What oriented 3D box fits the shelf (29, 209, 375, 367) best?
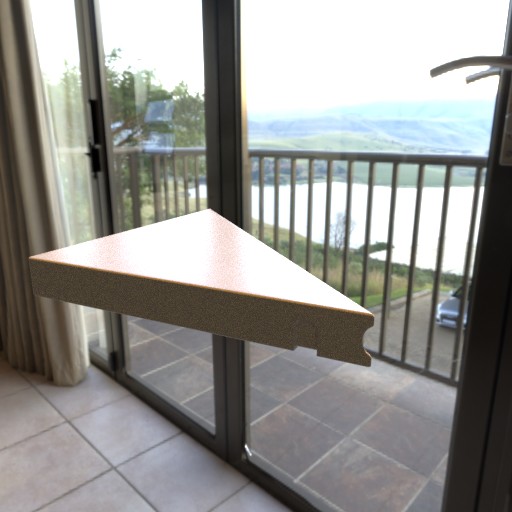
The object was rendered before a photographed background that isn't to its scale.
[{"bbox_3d":[0.000,0.000,0.453,0.296,0.035,0.296,7,17,25],"label":"shelf"}]
